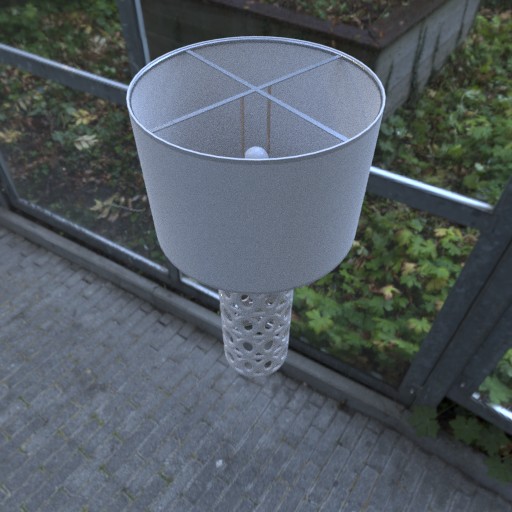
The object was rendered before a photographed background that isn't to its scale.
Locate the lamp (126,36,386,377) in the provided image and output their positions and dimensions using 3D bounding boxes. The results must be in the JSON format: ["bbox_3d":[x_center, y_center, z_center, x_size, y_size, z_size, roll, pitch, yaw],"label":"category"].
[{"bbox_3d":[0.000,0.000,0.799,0.325,0.636,0.324,-32,54,-26],"label":"lamp"}]
